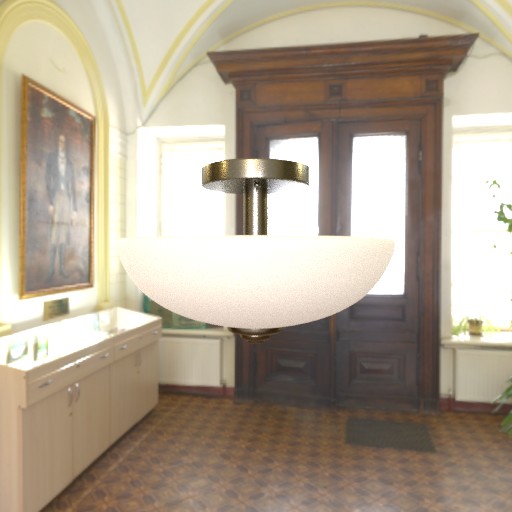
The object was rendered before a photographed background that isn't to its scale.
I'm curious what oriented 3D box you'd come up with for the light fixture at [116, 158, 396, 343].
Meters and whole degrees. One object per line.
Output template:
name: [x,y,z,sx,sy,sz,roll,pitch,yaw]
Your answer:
light fixture: [0.000,0.000,0.548,0.330,0.214,0.330,0,1,0]
